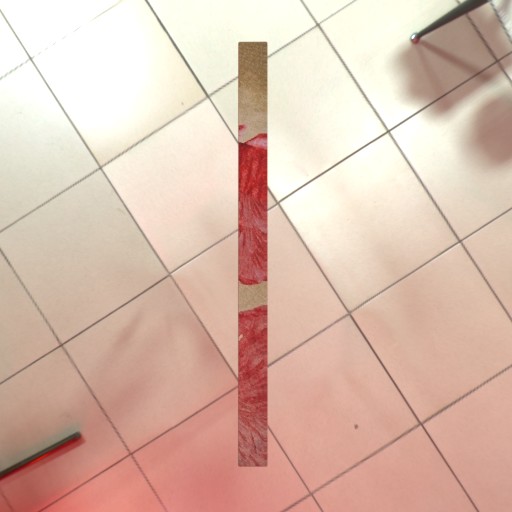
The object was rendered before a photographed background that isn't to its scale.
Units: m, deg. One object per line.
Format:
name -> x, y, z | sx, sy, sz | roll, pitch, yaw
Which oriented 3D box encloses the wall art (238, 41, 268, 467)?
wall art -> 0.000, 0.000, 0.677 | 0.028, 0.508, 0.406 | 0, 89, 1
